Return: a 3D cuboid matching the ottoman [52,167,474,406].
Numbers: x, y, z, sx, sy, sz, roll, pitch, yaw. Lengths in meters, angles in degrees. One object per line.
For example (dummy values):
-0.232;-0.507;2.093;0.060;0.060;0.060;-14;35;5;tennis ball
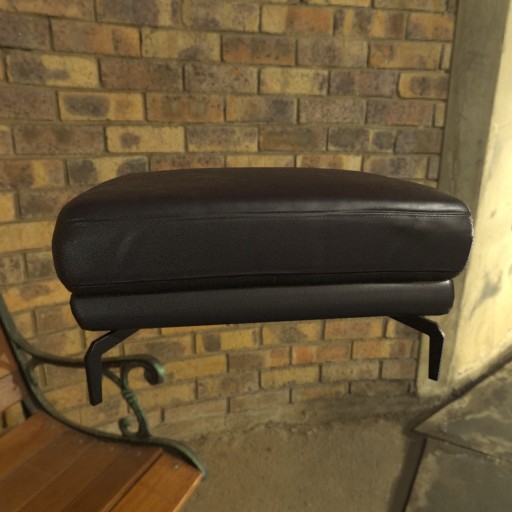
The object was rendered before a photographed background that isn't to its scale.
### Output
0.000;0.000;1.046;0.764;0.402;0.570;-2;15;-7;ottoman
